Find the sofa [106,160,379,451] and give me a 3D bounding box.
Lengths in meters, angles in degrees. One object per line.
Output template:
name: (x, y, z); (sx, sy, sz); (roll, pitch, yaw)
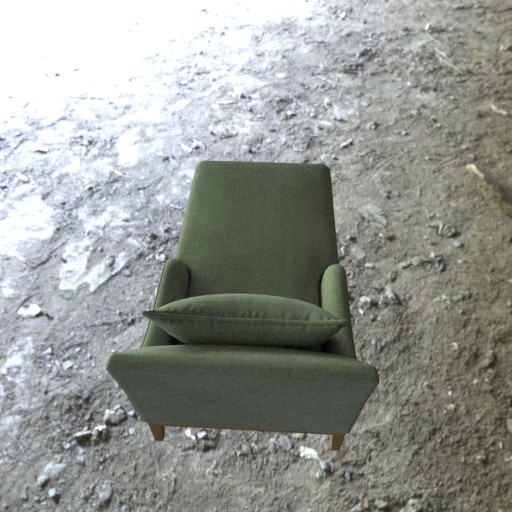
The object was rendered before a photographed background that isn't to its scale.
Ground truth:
sofa: (0.000, 0.000, 2.293); (0.894, 0.859, 1.779); (2, 46, 2)
